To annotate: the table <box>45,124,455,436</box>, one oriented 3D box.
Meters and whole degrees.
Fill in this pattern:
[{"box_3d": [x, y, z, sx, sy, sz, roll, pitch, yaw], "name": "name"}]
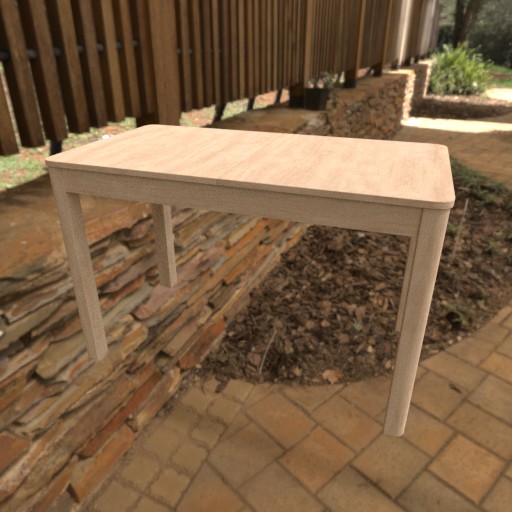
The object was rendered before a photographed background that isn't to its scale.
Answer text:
[{"box_3d": [0.000, 0.000, 1.912, 1.400, 0.900, 0.750, 9, 28, 17], "name": "table"}]
